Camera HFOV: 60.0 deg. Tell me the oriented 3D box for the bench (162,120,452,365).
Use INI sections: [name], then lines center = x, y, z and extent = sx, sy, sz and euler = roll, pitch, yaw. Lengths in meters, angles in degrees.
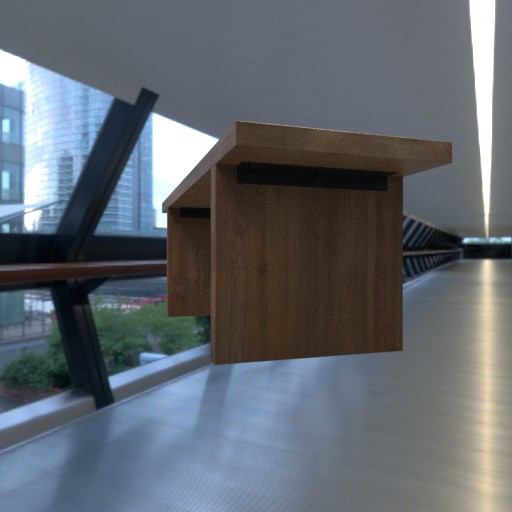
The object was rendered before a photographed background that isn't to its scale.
[bench]
center = 0.000, 0.000, 1.396
extent = 0.458, 0.458, 1.183
euler = 0, 0, -18
